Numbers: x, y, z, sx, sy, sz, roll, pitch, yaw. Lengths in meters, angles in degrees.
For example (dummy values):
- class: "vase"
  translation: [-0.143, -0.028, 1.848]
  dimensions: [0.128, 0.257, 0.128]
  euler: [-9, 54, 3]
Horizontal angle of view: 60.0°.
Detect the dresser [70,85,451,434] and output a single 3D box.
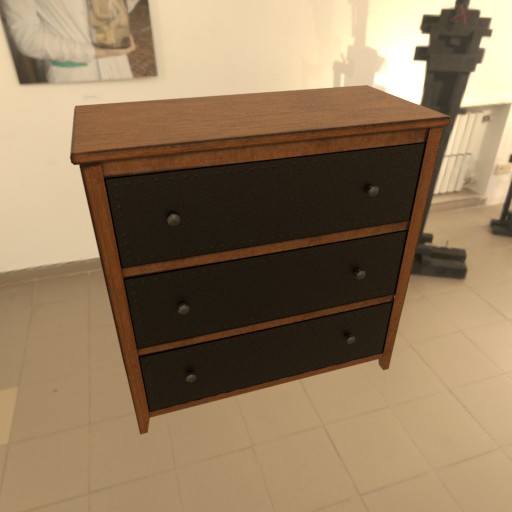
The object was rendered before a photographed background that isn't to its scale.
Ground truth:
- class: "dresser"
  translation: [0.000, 0.000, 1.917]
  dimensions: [1.250, 1.224, 0.591]
  euler: [-10, 33, -15]
